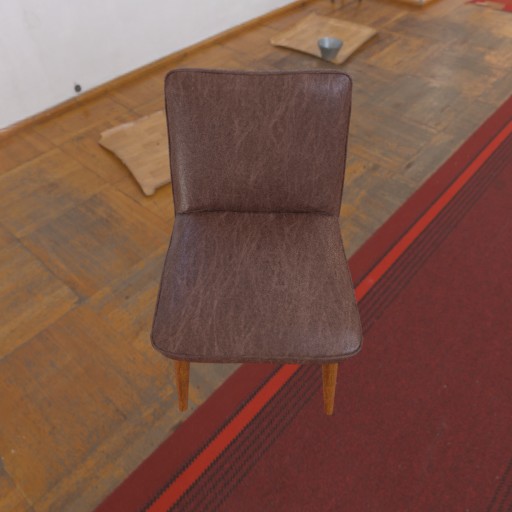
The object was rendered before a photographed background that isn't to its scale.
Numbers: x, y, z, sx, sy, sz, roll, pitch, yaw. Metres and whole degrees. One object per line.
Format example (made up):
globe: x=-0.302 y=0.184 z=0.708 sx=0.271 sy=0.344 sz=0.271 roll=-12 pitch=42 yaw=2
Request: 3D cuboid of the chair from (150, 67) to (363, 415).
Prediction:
chair: x=0.000 y=0.000 z=1.230 sx=0.543 sy=0.803 sz=0.645 roll=-3 pitch=47 yaw=-2
